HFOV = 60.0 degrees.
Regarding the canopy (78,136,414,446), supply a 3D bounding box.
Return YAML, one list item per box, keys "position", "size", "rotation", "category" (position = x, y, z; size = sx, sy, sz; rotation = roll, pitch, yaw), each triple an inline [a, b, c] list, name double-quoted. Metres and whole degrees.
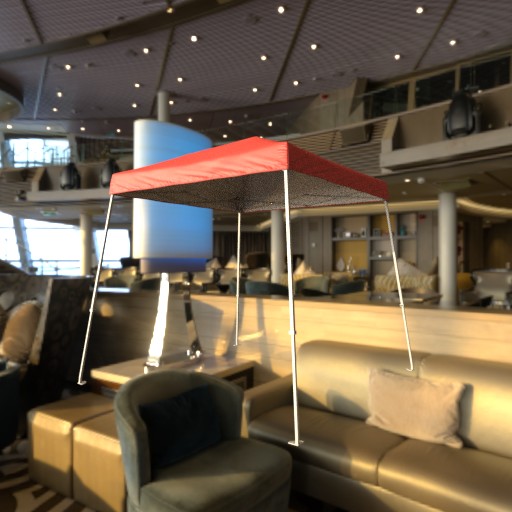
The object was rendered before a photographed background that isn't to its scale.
- position: [0.000, 0.000, 6.661]
  size: [3.599, 3.600, 3.600]
  rotation: [0, -1, 36]
  category: "canopy"
